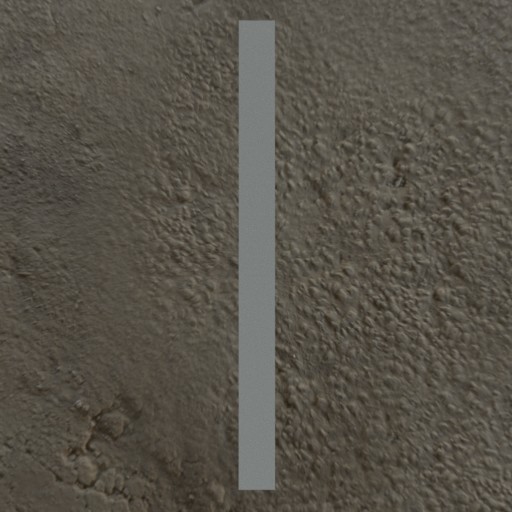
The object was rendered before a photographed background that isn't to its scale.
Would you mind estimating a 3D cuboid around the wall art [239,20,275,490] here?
[{"bbox_3d":[0.000,0.000,0.512,0.027,0.355,0.355,0,90,0],"label":"wall art"}]
